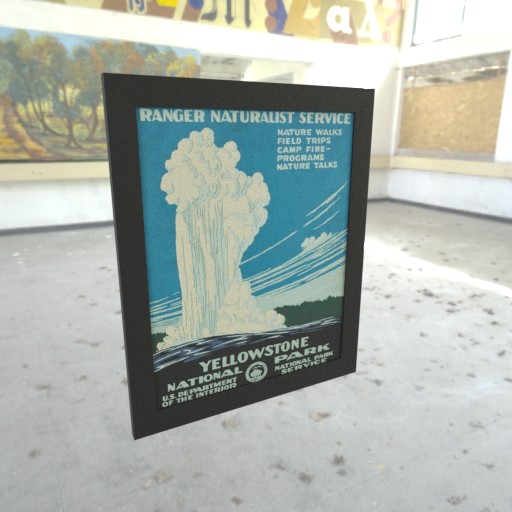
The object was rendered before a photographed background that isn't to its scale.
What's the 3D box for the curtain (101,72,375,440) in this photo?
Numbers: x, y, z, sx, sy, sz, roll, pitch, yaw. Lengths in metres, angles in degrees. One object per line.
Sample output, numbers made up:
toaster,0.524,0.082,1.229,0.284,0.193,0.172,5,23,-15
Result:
curtain,0.000,0.000,0.799,0.483,0.585,0.027,-8,17,-27
